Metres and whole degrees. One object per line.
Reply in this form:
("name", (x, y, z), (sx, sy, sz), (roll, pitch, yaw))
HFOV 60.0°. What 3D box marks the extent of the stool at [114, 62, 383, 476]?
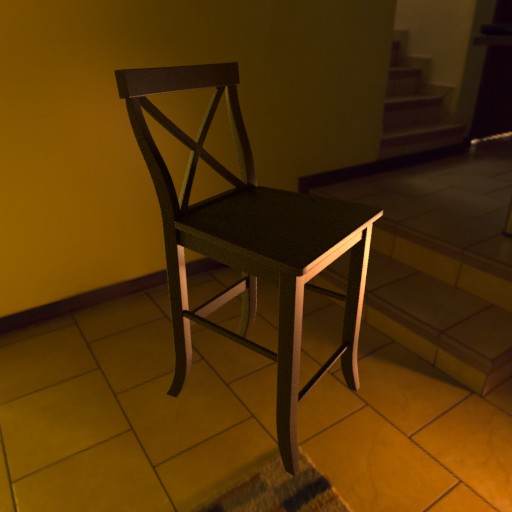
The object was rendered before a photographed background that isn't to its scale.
("stool", (0.000, 0.000, 1.267), (0.559, 0.989, 0.452), (18, 31, 32))
